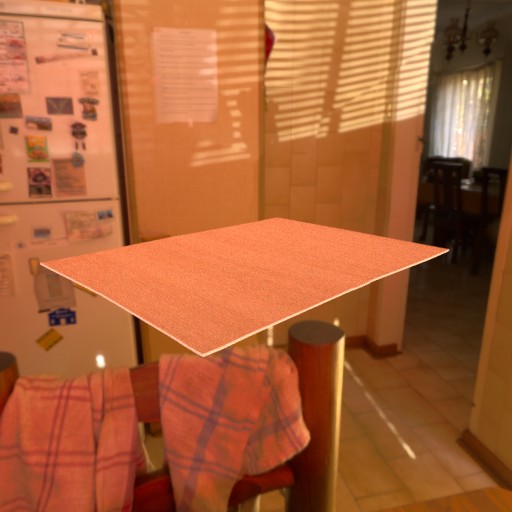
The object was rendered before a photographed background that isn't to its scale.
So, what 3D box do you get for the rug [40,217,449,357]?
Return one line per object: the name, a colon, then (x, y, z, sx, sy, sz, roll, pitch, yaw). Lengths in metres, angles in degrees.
rug: (0.000, 0.000, 4.320, 3.202, 0.045, 2.434, -15, 22, -42)
